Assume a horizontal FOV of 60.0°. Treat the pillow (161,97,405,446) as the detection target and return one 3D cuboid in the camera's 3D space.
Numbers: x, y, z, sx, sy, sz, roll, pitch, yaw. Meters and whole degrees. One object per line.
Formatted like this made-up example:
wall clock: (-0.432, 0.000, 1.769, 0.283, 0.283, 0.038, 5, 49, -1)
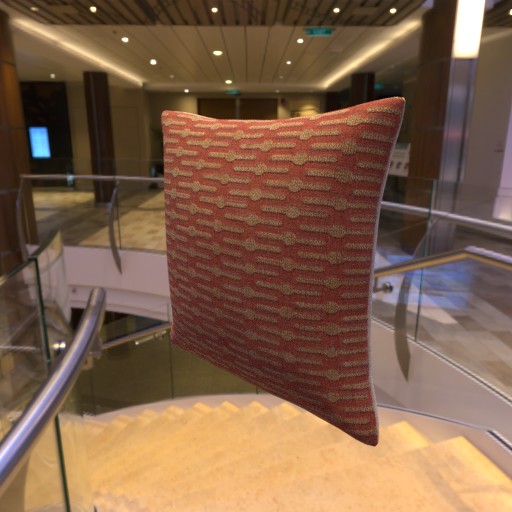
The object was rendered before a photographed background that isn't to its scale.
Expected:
pillow: (0.000, 0.000, 0.776, 0.511, 0.503, 0.182, 14, 20, 41)
